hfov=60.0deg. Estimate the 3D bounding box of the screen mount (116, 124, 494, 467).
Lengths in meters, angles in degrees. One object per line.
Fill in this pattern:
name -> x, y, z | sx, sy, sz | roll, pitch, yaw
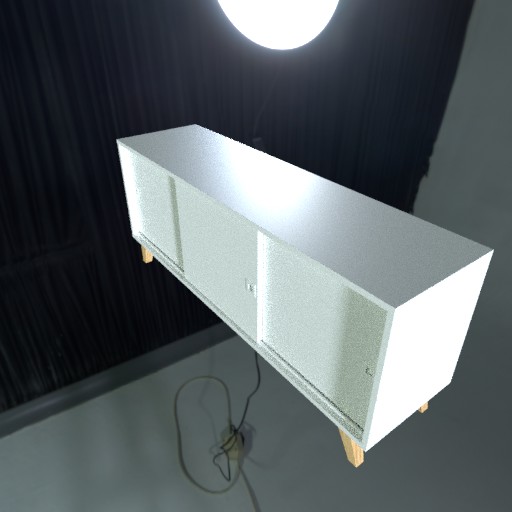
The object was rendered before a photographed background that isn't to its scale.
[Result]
screen mount -> 0.000, 0.000, 1.702 | 0.400, 0.619, 1.490 | -22, 38, -31
